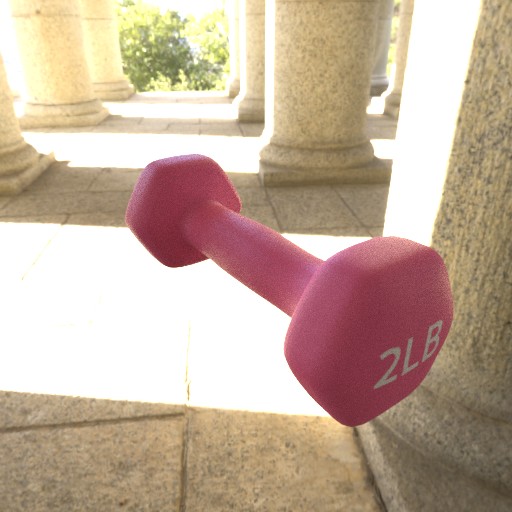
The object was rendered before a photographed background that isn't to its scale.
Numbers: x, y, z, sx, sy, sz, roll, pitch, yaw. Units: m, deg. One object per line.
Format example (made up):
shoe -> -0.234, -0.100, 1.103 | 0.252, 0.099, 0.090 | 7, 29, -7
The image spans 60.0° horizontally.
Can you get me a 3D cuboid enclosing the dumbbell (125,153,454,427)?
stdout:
dumbbell -> 0.000, 0.000, 0.173 | 0.058, 0.053, 0.146 | -18, 32, -31
